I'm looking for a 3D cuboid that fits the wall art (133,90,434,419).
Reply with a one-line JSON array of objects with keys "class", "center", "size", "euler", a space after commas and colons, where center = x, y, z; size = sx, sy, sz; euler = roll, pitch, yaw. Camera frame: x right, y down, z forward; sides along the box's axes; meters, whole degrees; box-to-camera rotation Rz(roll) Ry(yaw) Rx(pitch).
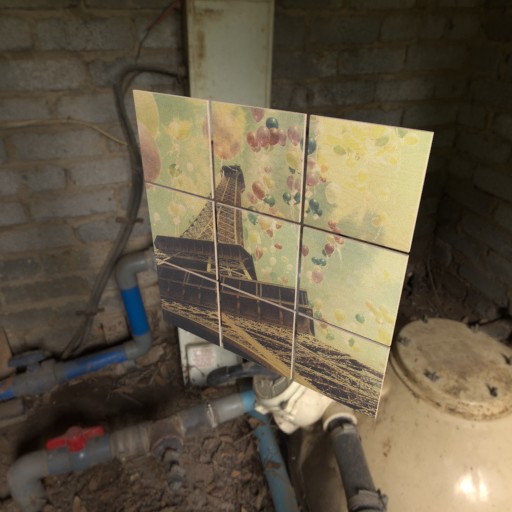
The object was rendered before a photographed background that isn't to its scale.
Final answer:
[{"class": "wall art", "center": [0.000, 0.000, 1.873], "size": [1.219, 1.218, 0.013], "euler": [18, 35, 28]}]
